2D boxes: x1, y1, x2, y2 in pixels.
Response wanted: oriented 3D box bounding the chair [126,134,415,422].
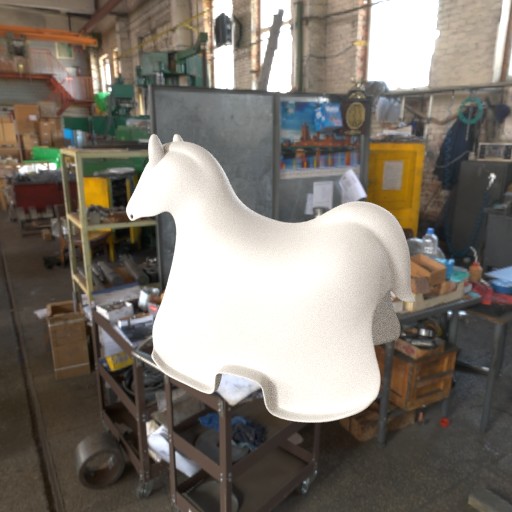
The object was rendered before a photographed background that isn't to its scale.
[{"bbox_3d":[0.000,0.000,1.155,0.800,0.612,0.429,7,17,24],"label":"chair"}]
